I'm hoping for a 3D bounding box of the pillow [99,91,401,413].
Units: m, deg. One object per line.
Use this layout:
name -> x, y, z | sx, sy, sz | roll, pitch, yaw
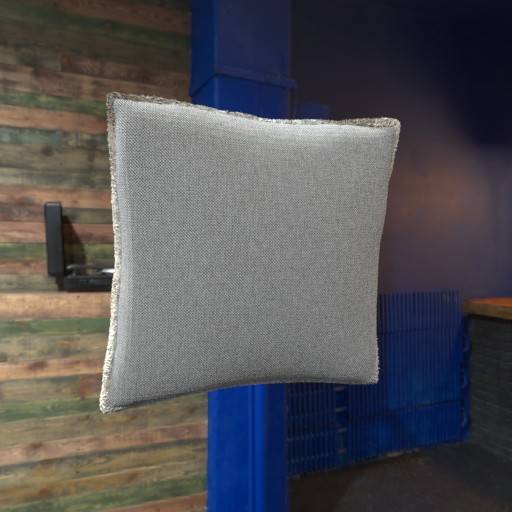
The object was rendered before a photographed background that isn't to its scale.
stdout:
pillow -> 0.000, 0.000, 0.792 | 0.529, 0.515, 0.218 | 0, 0, -19
